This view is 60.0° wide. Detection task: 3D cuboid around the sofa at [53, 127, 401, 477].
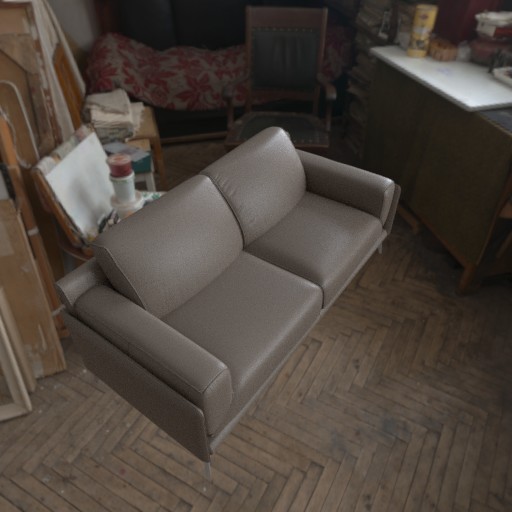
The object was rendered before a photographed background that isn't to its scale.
[{"bbox_3d":[0.000,0.000,2.661,1.049,0.930,2.101,25,47,26],"label":"sofa"}]
